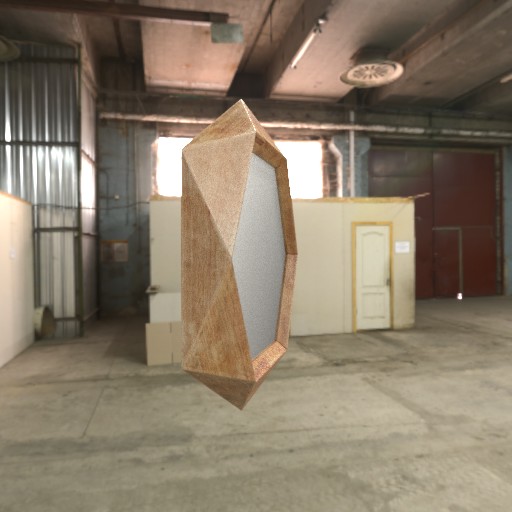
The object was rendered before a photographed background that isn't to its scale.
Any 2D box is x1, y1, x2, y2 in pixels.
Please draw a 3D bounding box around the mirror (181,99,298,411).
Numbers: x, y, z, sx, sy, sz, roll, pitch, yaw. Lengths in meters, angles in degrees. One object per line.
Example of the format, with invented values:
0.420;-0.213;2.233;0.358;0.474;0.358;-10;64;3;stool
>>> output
0.000;0.000;1.097;0.091;0.779;0.675;0;1;16;mirror
